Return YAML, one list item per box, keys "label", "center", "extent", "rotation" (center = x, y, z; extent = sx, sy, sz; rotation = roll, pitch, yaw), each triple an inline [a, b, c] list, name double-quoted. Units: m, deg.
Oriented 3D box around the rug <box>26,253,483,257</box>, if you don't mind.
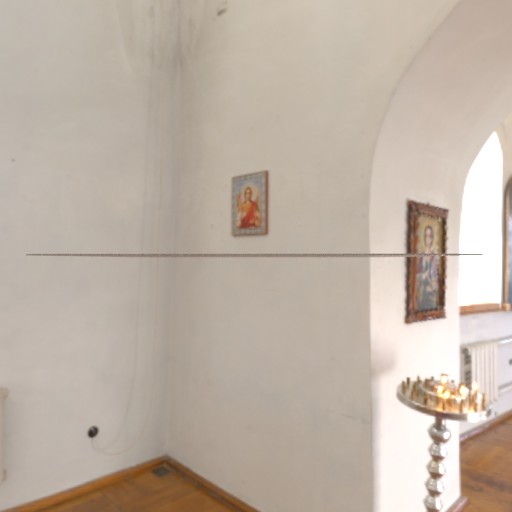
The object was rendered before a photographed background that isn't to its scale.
- label: "rug"
  center: [0.000, 0.000, 4.182]
  extent: [3.072, 0.011, 2.451]
  rotation: [0, 0, 1]
